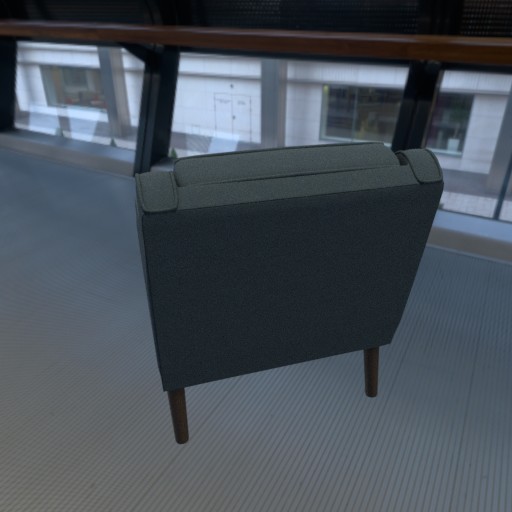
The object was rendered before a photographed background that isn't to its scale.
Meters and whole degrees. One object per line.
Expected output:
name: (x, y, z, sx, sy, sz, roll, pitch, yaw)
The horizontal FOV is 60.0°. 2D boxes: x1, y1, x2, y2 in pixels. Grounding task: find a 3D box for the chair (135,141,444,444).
chair: (0.000, 0.000, 1.334, 0.663, 0.780, 0.733, -8, 29, -15)
